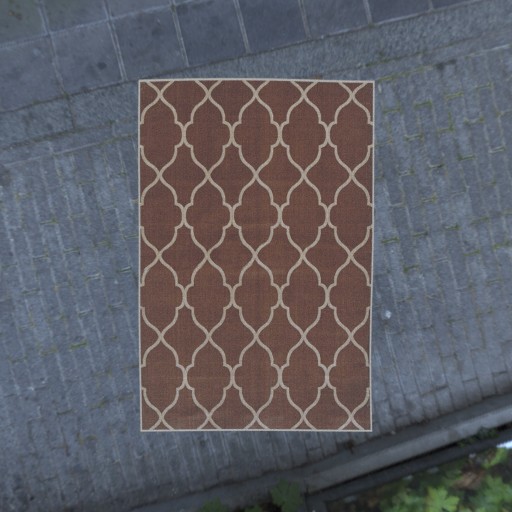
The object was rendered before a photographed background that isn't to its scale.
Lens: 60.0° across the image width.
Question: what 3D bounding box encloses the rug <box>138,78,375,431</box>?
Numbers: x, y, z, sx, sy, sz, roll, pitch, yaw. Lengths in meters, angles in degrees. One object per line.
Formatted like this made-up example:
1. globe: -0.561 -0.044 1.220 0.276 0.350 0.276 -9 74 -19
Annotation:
1. rug: 0.000 0.000 2.877 1.528 0.014 2.294 0 91 0
